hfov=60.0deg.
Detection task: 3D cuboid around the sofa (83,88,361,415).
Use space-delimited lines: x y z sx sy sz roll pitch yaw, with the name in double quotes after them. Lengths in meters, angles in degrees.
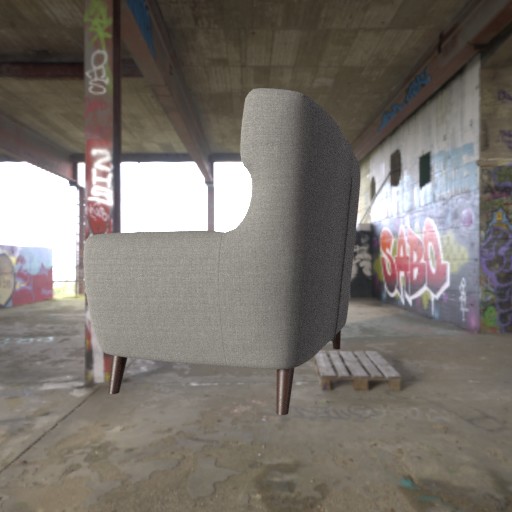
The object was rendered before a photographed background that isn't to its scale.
0.000 0.000 2.048 0.884 1.028 1.386 0 0 20 "sofa"
